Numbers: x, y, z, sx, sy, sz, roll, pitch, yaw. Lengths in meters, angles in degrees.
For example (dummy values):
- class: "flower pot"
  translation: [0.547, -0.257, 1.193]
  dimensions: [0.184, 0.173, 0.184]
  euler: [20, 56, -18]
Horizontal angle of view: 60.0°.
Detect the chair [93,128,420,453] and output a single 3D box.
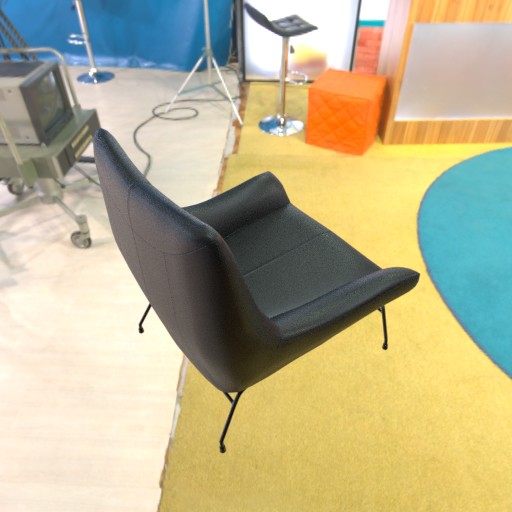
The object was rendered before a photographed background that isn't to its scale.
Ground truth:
- class: "chair"
  translation: [0.000, 0.000, 1.574]
  dimensions: [0.826, 0.922, 0.836]
  euler: [-26, 47, -26]
